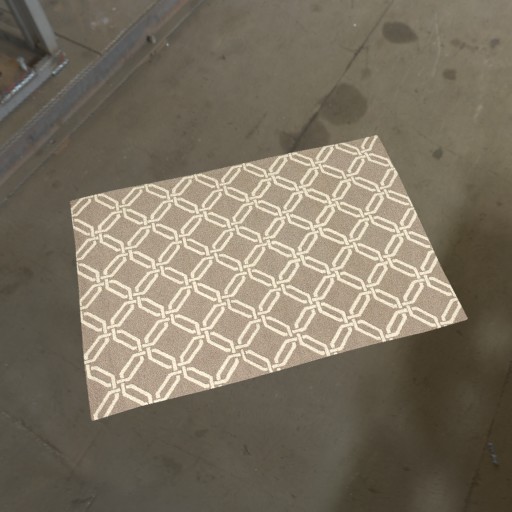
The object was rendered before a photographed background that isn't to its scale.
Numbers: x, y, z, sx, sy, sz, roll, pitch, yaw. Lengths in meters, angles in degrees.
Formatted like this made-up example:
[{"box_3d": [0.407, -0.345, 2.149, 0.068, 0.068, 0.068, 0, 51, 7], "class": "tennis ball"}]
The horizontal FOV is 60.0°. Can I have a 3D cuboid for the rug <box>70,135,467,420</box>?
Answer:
[{"box_3d": [0.000, 0.000, 2.199, 1.748, 0.010, 1.142, -13, 65, -6], "class": "rug"}]
